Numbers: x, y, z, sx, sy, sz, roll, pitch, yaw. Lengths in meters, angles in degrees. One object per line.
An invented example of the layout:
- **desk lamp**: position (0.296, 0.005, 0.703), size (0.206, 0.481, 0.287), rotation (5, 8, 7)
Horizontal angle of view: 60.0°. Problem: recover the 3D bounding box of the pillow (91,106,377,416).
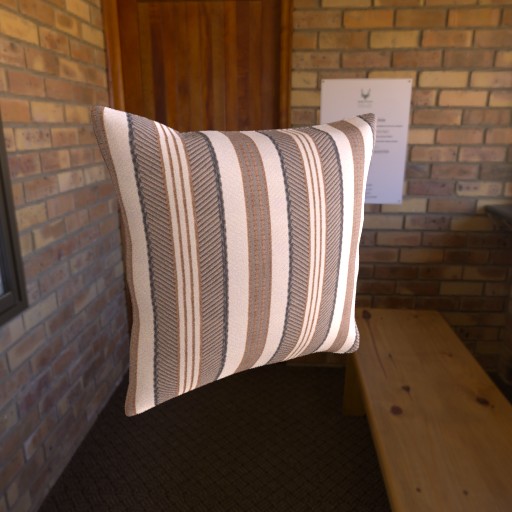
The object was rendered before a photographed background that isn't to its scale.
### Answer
- **pillow**: position (0.000, 0.000, 0.638), size (0.416, 0.401, 0.173), rotation (-8, 18, -27)
